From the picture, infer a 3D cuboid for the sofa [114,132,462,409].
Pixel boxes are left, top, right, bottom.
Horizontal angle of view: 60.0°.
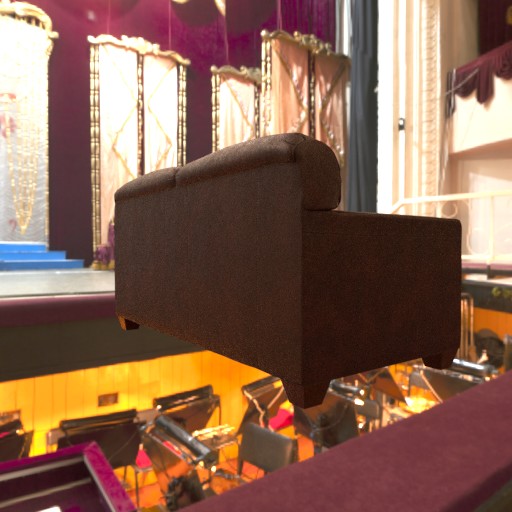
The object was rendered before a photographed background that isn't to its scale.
[{"bbox_3d":[0.000,0.000,2.426,1.000,0.966,1.856,-1,2,-36],"label":"sofa"}]
